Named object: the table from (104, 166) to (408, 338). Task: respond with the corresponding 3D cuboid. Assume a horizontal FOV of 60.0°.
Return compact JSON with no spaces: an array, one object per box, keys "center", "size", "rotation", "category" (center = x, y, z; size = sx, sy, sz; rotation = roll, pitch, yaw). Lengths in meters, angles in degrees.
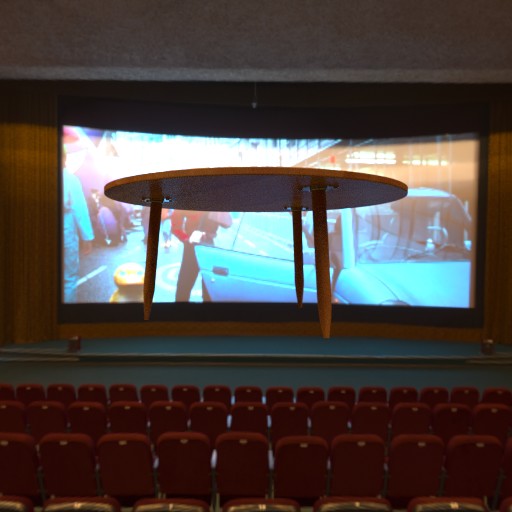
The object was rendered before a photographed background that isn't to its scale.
[{"center":[0.000,0.000,1.389],"size":[0.900,0.400,0.900],"rotation":[0,1,0],"category":"table"}]
